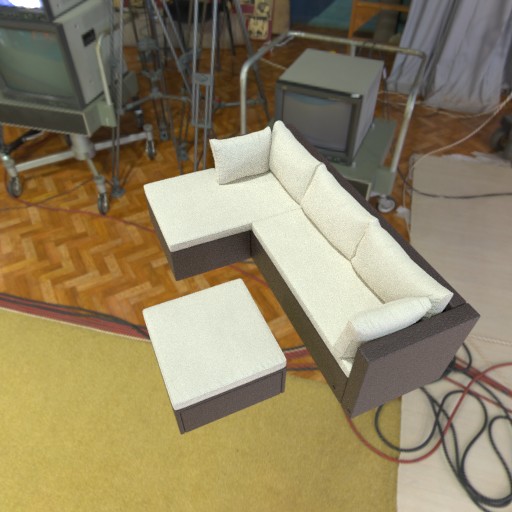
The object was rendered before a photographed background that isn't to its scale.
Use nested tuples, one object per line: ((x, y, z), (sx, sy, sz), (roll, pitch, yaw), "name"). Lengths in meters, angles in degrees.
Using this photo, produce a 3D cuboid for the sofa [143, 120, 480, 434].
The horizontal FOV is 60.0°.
((0.000, 0.000, 2.959), (1.612, 0.766, 2.192), (-17, 48, -16), "sofa")
